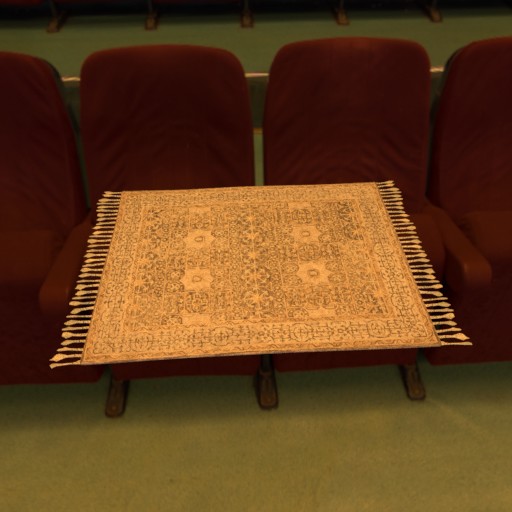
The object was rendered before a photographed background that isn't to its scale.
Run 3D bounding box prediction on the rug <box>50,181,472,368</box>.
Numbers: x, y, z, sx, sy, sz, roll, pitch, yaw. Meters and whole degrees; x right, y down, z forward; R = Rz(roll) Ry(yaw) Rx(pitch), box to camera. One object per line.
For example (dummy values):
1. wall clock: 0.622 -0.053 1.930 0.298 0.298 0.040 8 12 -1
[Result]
1. rug: 0.000 0.000 3.112 2.465 0.023 1.619 -2 46 -2
